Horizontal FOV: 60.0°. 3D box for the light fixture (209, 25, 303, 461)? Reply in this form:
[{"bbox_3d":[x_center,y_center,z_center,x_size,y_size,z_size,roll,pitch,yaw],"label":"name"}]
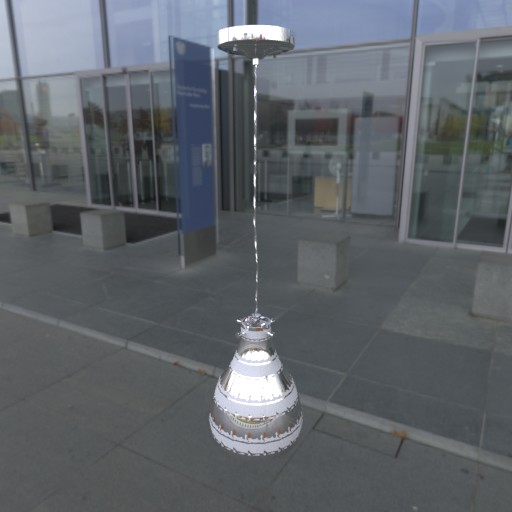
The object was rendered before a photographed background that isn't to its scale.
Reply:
[{"bbox_3d":[0.000,0.000,1.598,0.374,1.457,0.374,-15,21,-43],"label":"light fixture"}]
